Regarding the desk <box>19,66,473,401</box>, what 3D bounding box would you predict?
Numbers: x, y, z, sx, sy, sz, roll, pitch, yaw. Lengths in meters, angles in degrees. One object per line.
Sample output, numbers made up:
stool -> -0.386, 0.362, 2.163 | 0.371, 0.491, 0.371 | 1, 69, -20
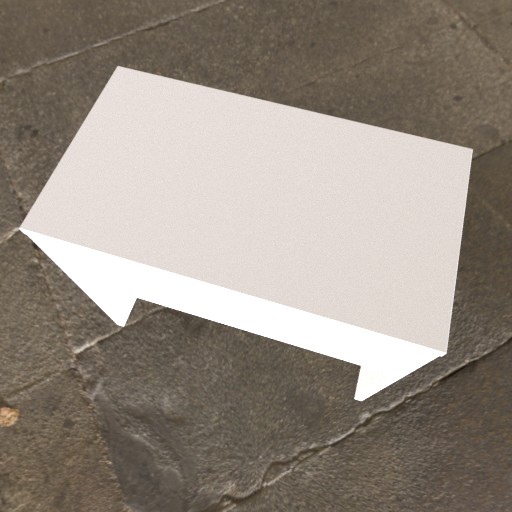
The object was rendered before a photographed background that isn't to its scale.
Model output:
desk -> 0.000, 0.000, 1.316 | 0.900, 0.729, 0.498 | 16, 66, 7
